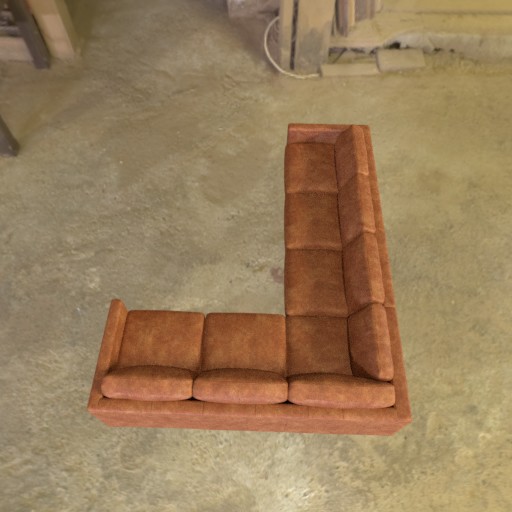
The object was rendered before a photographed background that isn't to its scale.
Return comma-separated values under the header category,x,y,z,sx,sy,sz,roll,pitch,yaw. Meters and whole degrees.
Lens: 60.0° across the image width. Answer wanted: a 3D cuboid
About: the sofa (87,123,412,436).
category,x,y,z,sx,sy,sz,roll,pitch,yaw
sofa,0.000,0.000,4.332,2.438,0.838,3.167,2,58,1
